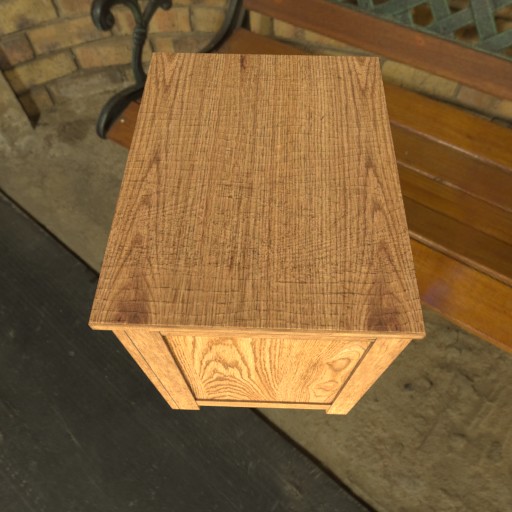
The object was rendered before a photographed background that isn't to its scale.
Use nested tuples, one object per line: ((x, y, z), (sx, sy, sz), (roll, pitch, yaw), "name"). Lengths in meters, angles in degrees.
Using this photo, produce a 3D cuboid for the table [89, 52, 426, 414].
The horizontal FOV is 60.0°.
((0.000, 0.000, 1.033), (0.494, 0.625, 0.601), (2, 60, 1), "table")
